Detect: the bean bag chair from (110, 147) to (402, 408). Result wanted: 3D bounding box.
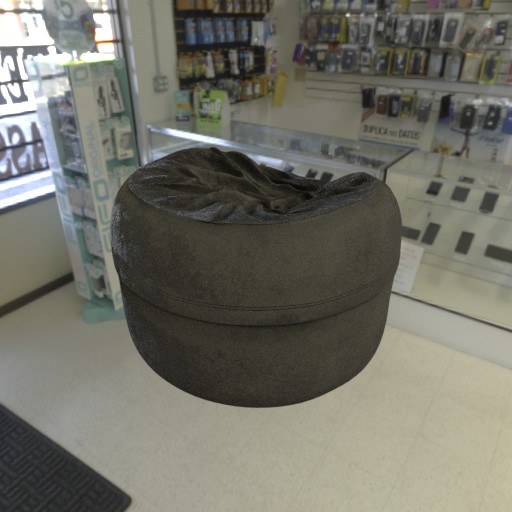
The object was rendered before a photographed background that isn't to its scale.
[{"bbox_3d":[0.000,0.000,1.497,0.918,0.605,0.918,0,29,0],"label":"bean bag chair"}]
